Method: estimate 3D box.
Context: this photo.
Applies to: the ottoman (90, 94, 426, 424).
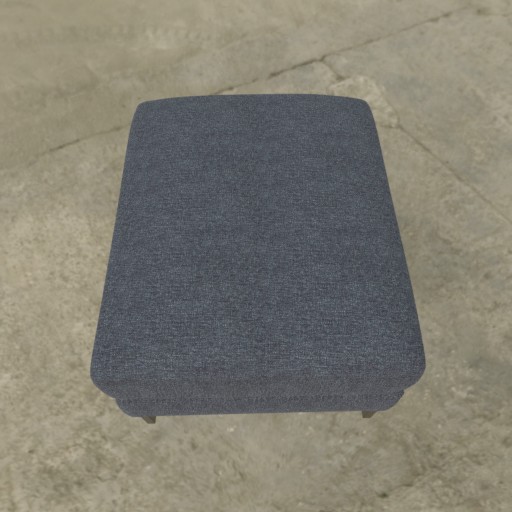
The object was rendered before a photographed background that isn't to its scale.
[{"bbox_3d":[0.000,0.000,1.262,0.695,0.533,0.831,-1,59,-1],"label":"ottoman"}]
